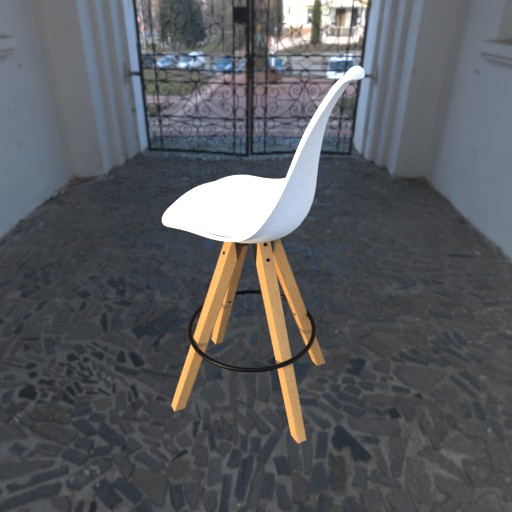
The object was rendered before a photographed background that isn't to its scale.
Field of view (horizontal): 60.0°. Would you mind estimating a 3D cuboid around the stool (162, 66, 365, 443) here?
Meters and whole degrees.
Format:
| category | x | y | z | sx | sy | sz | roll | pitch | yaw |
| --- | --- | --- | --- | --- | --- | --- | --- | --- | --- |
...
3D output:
| category | x | y | z | sx | sy | sz | roll | pitch | yaw |
| --- | --- | --- | --- | --- | --- | --- | --- | --- | --- |
| stool | 0.000 | 0.000 | 1.410 | 0.549 | 1.115 | 0.482 | 9 | 30 | 15 |
